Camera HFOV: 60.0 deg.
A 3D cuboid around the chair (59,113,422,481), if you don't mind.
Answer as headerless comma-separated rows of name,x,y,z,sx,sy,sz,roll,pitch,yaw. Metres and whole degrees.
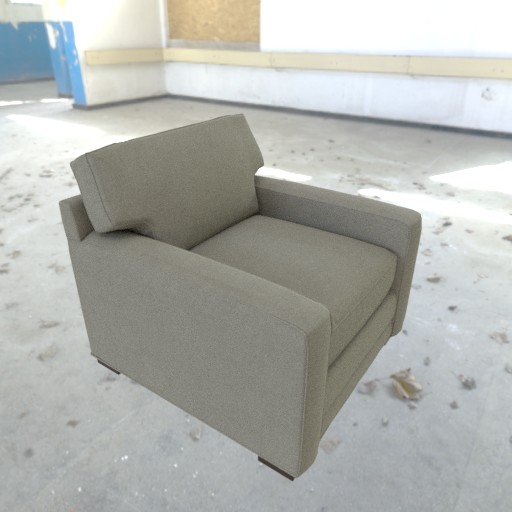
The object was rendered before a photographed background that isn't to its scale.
chair,0.000,0.000,1.797,1.044,0.934,0.999,18,33,30
